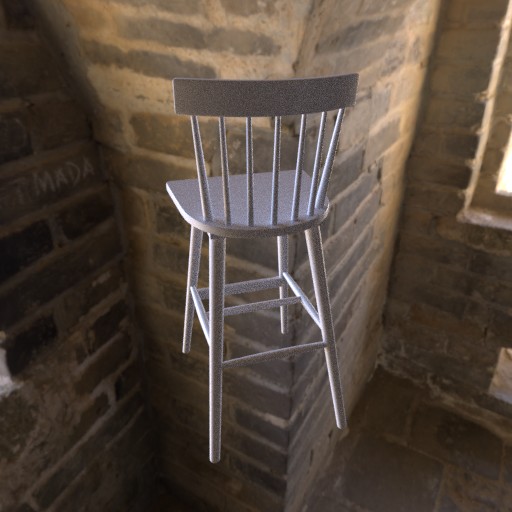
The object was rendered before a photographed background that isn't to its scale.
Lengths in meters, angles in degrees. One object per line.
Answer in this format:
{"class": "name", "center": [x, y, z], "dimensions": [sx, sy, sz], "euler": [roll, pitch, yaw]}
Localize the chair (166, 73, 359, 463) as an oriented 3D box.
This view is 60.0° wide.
{"class": "chair", "center": [0.000, 0.000, 1.417], "dimensions": [0.483, 1.092, 0.572], "euler": [-8, 28, -15]}
